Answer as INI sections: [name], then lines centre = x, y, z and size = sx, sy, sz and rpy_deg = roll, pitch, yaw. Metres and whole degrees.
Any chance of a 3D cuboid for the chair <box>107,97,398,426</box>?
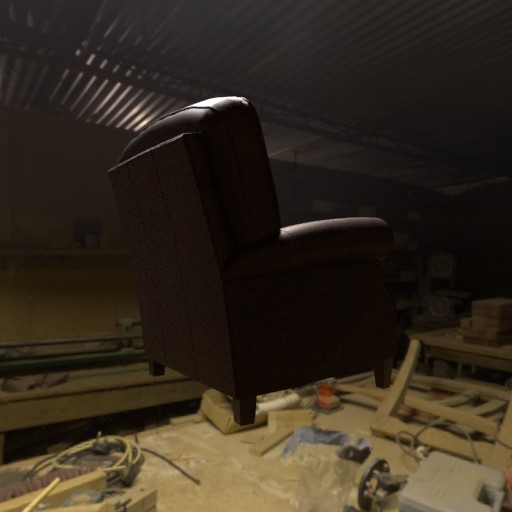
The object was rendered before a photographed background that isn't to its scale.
[chair]
centre = 0.000, 0.000, 1.789
size = 0.986, 1.018, 0.936
rpy_deg = 0, 0, -36
